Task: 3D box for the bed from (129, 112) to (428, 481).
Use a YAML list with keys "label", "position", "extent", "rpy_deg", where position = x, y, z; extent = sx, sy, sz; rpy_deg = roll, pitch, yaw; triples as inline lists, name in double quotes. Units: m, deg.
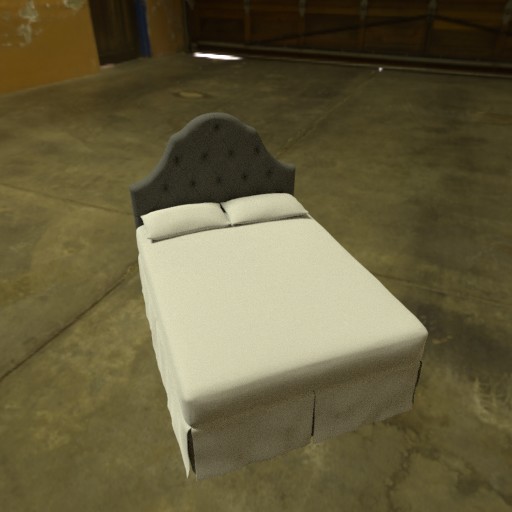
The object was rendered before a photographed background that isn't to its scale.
- label: "bed"
  position: [0.000, 0.000, 3.259]
  extent: [1.636, 1.575, 2.155]
  rpy_deg: [-11, 33, -17]
